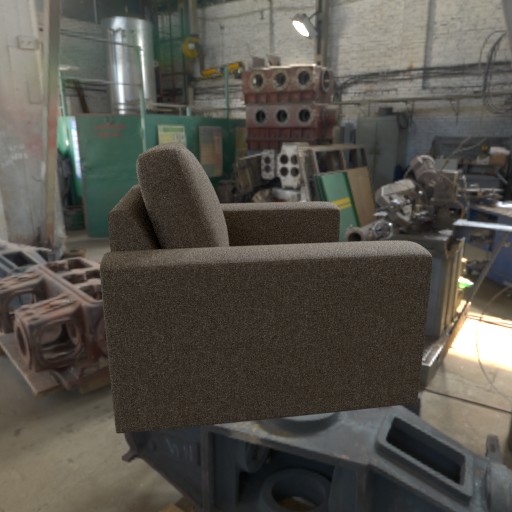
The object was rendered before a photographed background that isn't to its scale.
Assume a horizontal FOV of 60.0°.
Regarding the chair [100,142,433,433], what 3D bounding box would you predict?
[{"bbox_3d":[0.000,0.000,1.769,1.016,0.873,1.005,-3,16,-9],"label":"chair"}]
